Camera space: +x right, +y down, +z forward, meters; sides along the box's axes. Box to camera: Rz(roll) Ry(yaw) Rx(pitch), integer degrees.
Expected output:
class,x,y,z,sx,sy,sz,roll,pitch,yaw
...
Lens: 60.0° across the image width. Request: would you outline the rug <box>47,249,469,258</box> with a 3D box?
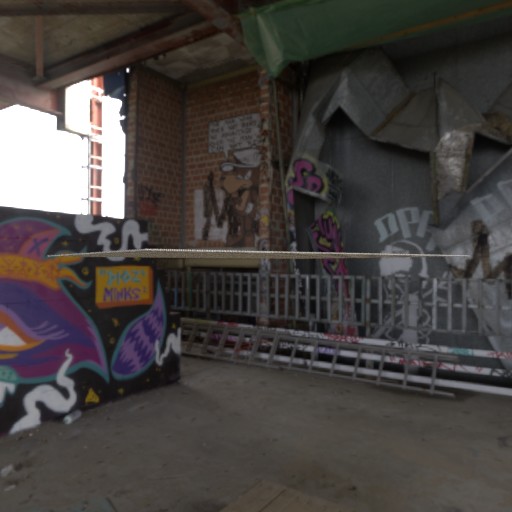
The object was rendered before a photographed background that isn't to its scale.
class,x,y,z,sx,sy,sz,roll,pitch,yaw
rug,0.000,0.000,4.027,3.061,0.010,2.330,1,-1,-36
